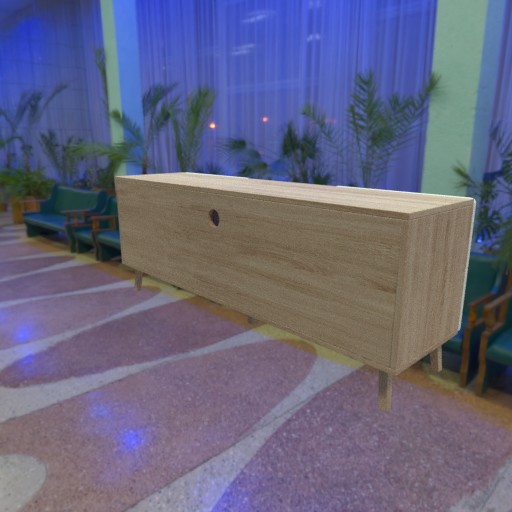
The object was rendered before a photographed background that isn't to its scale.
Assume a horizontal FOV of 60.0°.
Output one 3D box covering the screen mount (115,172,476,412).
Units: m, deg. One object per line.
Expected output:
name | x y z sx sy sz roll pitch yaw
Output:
screen mount | 0.000 0.000 1.784 0.420 0.570 1.500 -13 20 -42
